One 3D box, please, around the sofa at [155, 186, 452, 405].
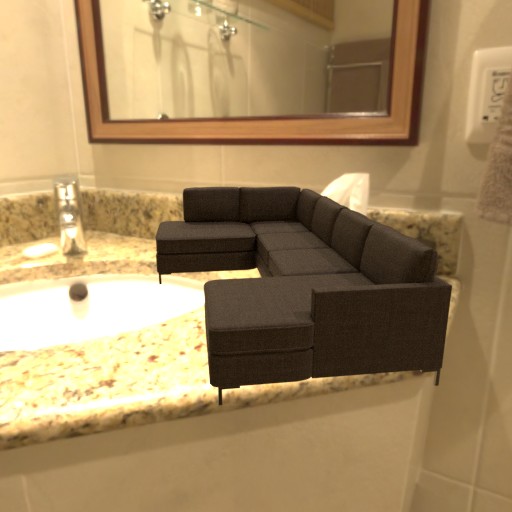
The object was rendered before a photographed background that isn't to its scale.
[{"bbox_3d":[0.000,0.000,4.335,2.048,0.999,3.423,-2,16,-8],"label":"sofa"}]
